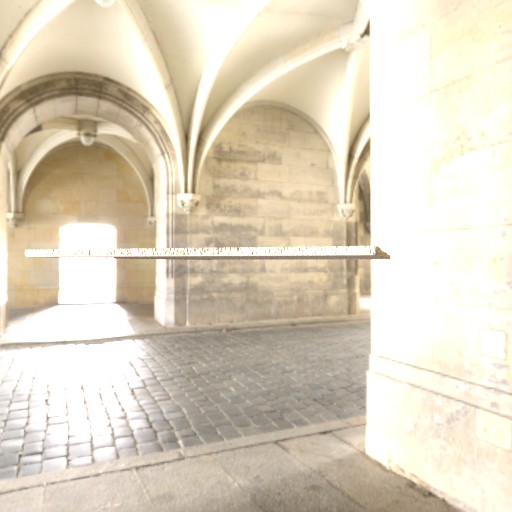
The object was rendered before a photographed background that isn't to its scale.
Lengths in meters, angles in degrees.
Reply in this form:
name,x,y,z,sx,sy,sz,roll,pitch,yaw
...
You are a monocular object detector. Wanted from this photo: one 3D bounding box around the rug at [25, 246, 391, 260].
name,x,y,z,sx,sy,sz,roll,pitch,yaw
rug,0.000,0.000,2.114,1.199,0.025,1.600,0,-1,18
